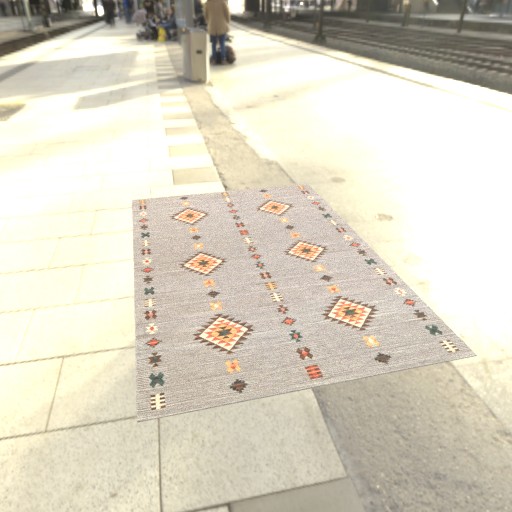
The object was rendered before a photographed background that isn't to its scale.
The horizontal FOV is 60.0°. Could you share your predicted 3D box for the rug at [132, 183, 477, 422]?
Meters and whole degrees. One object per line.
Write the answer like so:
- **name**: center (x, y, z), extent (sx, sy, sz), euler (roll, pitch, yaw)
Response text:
- **rug**: center (0.000, 0.000, 2.262), extent (1.217, 0.005, 1.818), euler (-7, 31, -12)
